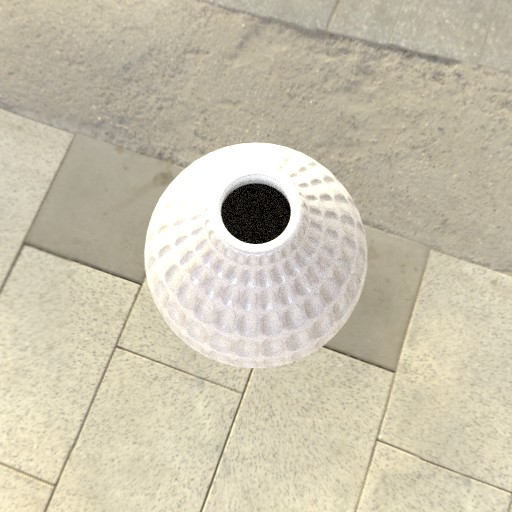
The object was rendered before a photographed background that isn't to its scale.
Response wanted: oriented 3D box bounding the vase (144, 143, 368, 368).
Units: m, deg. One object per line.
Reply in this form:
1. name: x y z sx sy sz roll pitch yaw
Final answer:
1. vase: 0.000 0.000 0.260 0.128 0.167 0.128 0 77 0
